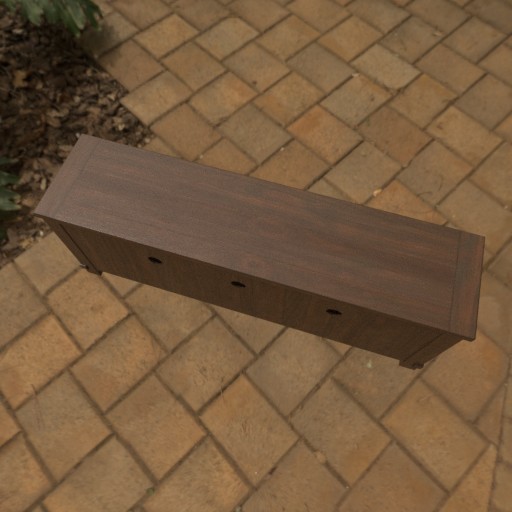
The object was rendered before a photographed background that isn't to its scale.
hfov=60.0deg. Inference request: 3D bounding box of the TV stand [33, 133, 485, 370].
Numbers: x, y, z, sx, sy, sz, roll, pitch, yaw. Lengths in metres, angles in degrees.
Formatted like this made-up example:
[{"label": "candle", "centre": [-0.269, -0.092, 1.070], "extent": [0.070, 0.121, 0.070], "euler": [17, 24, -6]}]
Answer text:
[{"label": "TV stand", "centre": [0.000, 0.000, 2.151], "extent": [1.866, 0.615, 0.471], "euler": [16, 65, 8]}]
